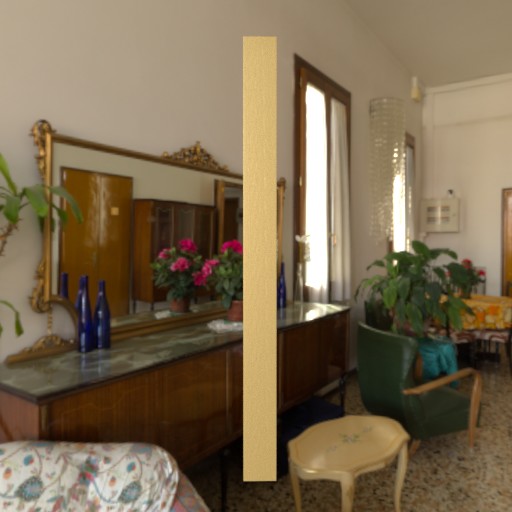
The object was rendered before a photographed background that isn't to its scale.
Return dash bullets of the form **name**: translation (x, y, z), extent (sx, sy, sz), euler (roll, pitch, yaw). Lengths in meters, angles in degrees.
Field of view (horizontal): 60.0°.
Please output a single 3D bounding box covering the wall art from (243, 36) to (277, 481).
- **wall art**: translation (0.000, 0.000, 0.760), extent (0.038, 0.508, 0.507), euler (0, 1, -1)
